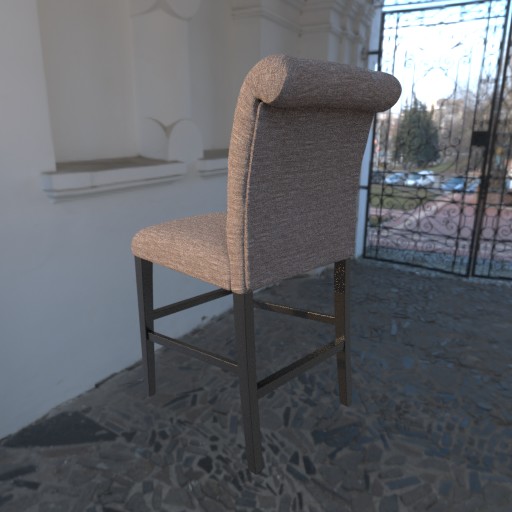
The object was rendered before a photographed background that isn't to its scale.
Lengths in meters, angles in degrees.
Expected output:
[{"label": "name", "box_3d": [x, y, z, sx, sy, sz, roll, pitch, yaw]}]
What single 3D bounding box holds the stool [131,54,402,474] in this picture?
[{"label": "stool", "box_3d": [0.000, 0.000, 1.266, 0.611, 0.970, 0.457, 15, 22, 43]}]
